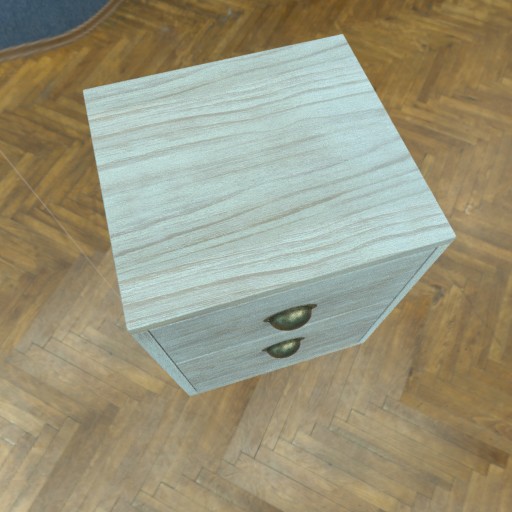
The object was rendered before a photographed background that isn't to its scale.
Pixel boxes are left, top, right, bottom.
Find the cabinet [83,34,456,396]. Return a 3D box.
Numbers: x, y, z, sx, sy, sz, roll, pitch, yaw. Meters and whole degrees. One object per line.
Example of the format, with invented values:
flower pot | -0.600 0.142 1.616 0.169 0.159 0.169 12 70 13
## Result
cabinet | 0.000 0.000 0.854 0.409 0.579 0.401 -15 66 -7
